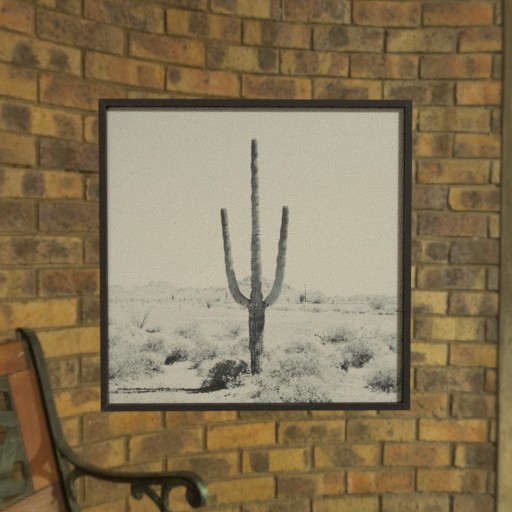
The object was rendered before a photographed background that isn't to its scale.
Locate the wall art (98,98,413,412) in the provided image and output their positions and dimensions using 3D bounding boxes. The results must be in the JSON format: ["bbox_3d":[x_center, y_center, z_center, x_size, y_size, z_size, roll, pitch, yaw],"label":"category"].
[{"bbox_3d":[0.000,0.000,1.101,0.762,0.762,0.038,0,1,-1],"label":"wall art"}]
